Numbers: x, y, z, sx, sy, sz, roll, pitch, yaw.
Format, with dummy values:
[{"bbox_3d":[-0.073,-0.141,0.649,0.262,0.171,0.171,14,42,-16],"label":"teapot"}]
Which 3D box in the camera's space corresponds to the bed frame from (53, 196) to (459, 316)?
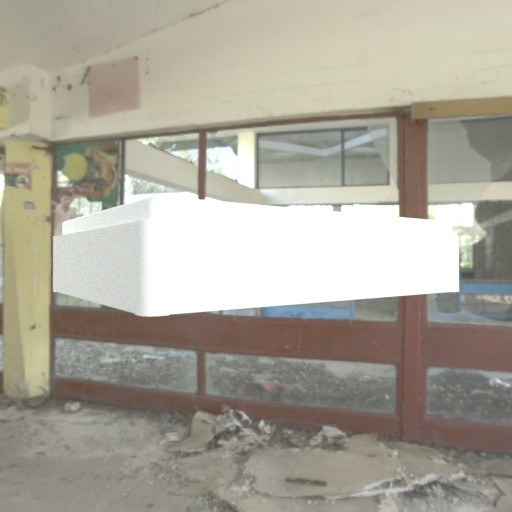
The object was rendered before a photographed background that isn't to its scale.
[{"bbox_3d":[0.000,0.000,2.549,1.900,0.406,1.400,0,0,-36],"label":"bed frame"}]
